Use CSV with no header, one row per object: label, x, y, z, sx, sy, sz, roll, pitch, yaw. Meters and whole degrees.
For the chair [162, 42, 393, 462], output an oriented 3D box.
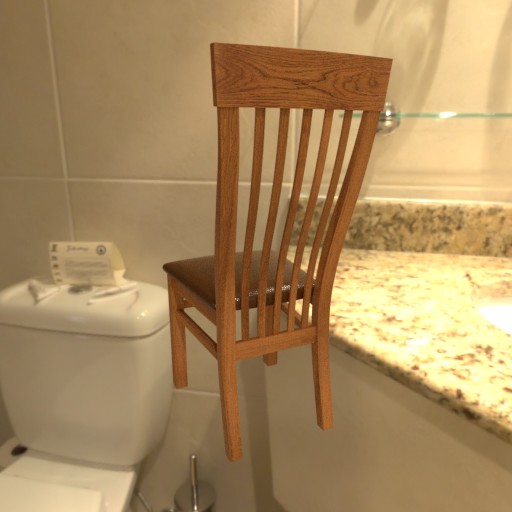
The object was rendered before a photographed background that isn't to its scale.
chair,0.000,0.000,1.329,0.450,1.050,0.580,-7,17,-25
